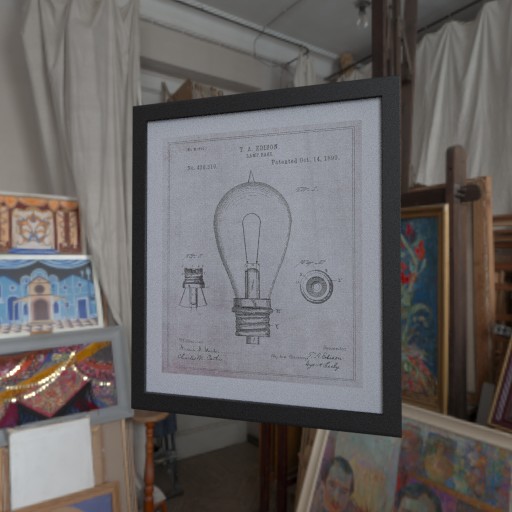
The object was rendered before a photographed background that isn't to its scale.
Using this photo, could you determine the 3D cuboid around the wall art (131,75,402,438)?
[{"bbox_3d":[0.000,0.000,0.693,0.430,0.509,0.021,0,-1,17],"label":"wall art"}]
